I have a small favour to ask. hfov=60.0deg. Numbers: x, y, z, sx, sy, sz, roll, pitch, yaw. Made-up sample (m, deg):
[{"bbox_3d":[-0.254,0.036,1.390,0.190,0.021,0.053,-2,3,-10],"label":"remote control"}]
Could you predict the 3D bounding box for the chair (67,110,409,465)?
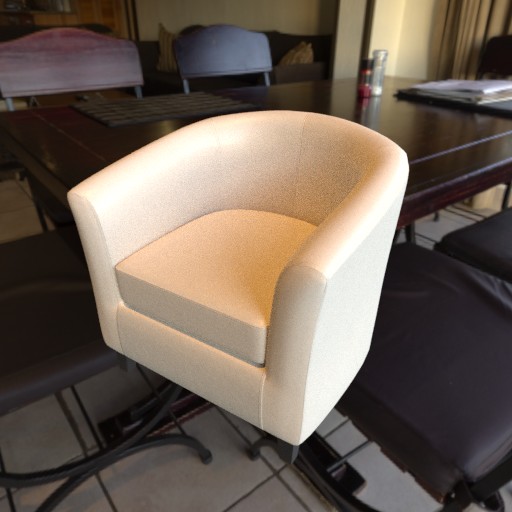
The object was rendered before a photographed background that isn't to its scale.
[{"bbox_3d":[0.000,0.000,1.384,0.792,0.756,0.727,18,34,28],"label":"chair"}]
